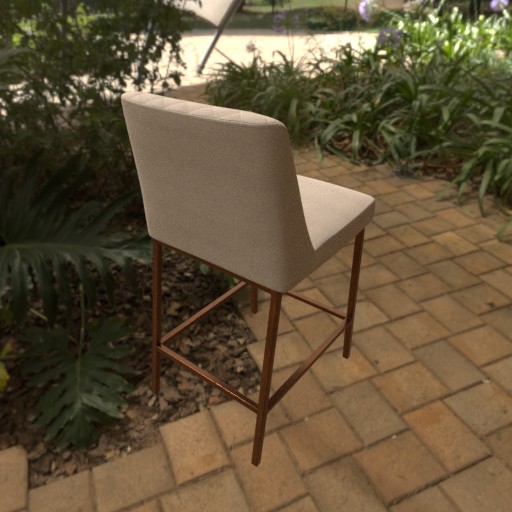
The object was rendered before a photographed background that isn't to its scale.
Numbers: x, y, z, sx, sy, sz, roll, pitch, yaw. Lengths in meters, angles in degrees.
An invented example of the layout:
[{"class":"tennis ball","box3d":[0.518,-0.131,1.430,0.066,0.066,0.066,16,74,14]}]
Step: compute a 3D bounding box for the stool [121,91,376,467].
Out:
[{"class":"stool","box3d":[0.000,0.000,1.334,0.507,0.973,0.576,22,37,32]}]
